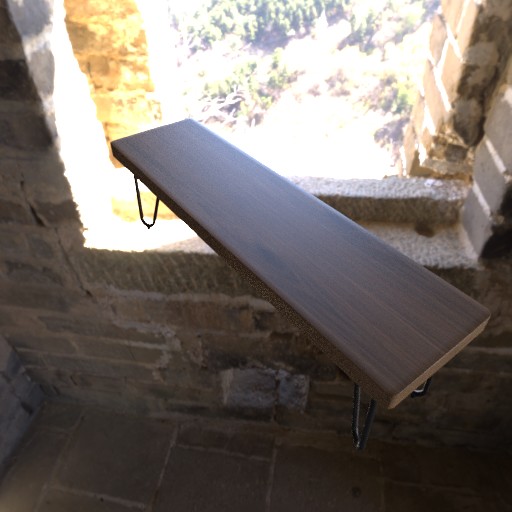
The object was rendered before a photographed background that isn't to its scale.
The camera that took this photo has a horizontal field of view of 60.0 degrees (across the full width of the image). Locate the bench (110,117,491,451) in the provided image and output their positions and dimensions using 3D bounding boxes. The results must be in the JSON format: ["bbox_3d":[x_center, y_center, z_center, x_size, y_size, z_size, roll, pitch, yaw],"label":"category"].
[{"bbox_3d":[0.000,0.000,1.720,0.425,0.462,1.570,-27,48,-27],"label":"bench"}]
